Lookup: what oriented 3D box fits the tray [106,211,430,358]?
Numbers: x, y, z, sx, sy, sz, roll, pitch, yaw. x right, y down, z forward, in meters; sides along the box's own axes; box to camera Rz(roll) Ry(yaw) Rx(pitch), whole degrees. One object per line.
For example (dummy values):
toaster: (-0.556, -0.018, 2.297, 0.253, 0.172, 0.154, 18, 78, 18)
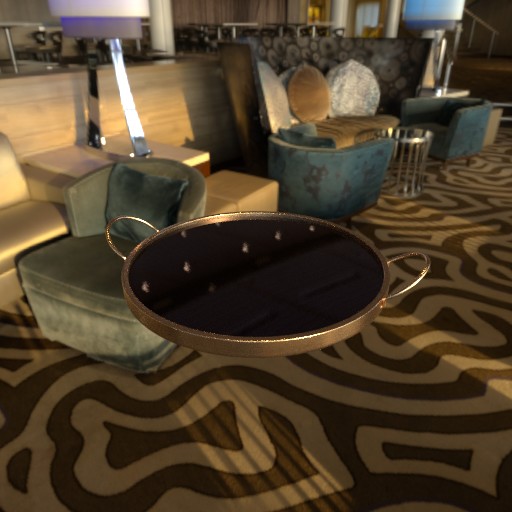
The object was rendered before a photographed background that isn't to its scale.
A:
tray: (0.000, 0.000, 0.745, 0.543, 0.069, 0.438, 8, 29, 15)
